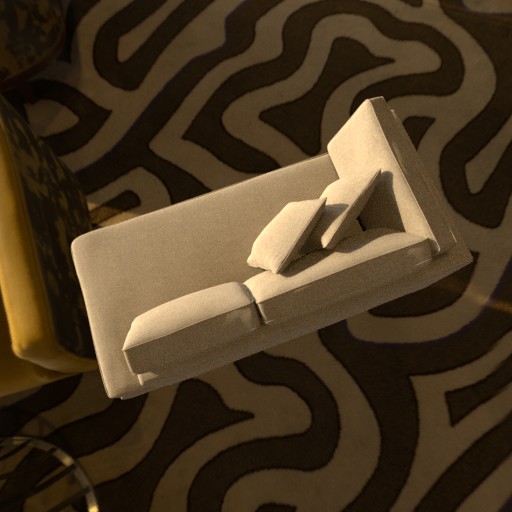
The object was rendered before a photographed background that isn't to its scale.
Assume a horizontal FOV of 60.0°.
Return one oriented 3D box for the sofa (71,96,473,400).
[{"bbox_3d":[0.000,0.000,2.826,2.238,1.019,1.110,-20,75,-5],"label":"sofa"}]
